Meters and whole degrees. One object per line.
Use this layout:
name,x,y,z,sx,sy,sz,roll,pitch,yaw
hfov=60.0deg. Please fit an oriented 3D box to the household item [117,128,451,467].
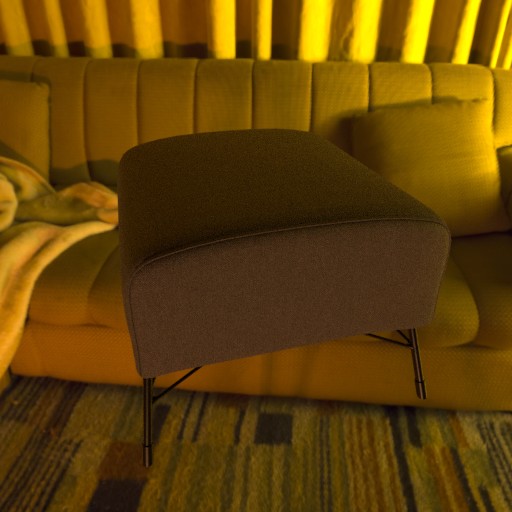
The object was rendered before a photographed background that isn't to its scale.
household item,0.000,0.000,0.892,0.530,0.410,0.530,-8,31,-14
